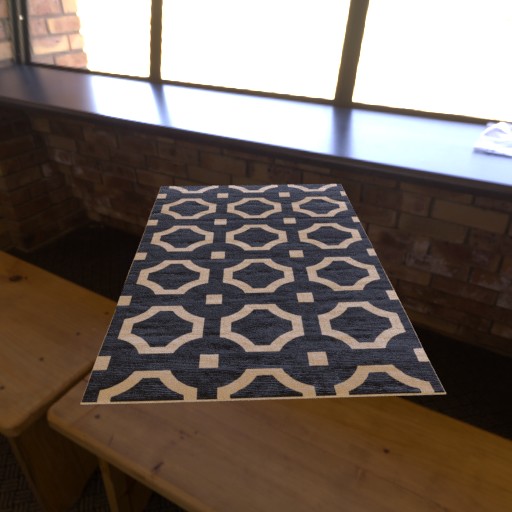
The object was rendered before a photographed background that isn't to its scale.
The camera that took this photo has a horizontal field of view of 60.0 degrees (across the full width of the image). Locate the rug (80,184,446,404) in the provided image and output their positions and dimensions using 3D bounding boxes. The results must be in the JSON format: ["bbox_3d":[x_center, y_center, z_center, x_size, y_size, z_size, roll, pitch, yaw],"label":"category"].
[{"bbox_3d":[0.000,0.000,2.844,1.555,0.016,2.286,-1,32,-2],"label":"rug"}]
